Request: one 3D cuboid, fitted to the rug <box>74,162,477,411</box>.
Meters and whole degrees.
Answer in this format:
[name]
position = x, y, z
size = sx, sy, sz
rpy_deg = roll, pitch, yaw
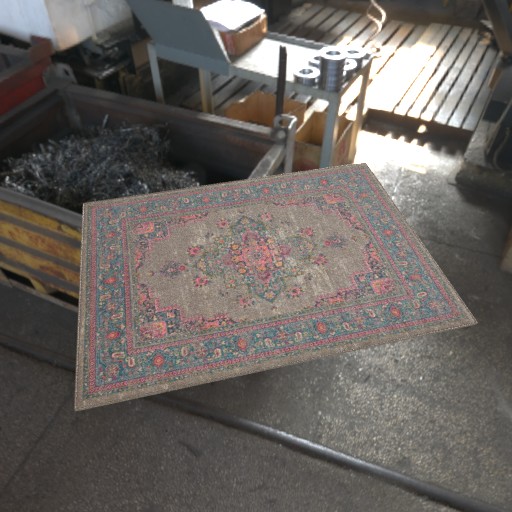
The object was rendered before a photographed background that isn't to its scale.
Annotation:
[rug]
position = 0.000, 0.000, 2.876
size = 2.214, 0.013, 1.609
rpy_deg = -10, 48, -9
